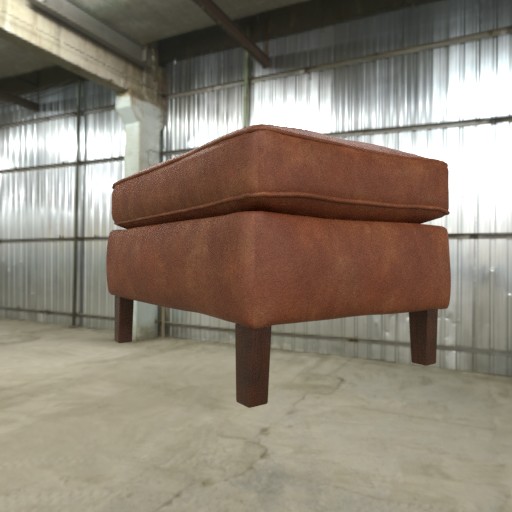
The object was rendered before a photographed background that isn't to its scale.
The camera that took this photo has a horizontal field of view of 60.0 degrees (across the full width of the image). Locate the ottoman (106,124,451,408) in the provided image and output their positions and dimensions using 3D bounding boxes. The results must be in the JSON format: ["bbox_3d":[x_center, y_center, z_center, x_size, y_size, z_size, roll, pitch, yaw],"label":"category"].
[{"bbox_3d":[0.000,0.000,0.977,0.501,0.418,0.665,0,0,-35],"label":"ottoman"}]
